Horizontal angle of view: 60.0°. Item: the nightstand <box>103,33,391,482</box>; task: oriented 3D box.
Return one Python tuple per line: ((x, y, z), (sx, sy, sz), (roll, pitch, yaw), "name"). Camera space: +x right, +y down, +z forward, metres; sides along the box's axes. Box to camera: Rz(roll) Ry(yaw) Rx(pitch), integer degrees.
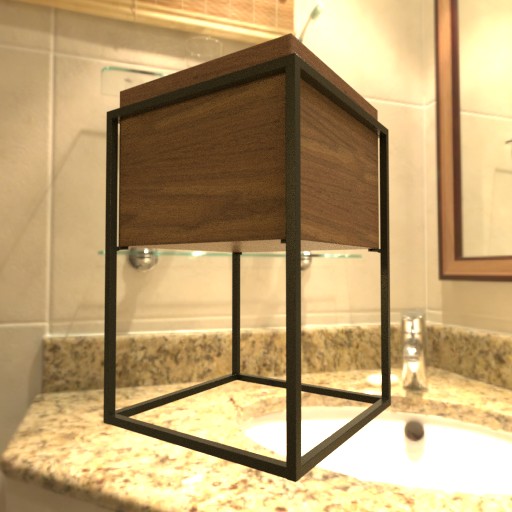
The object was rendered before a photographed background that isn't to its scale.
((0.000, 0.000, 0.861), (0.397, 0.607, 0.397), (-1, -2, 34), "nightstand")
